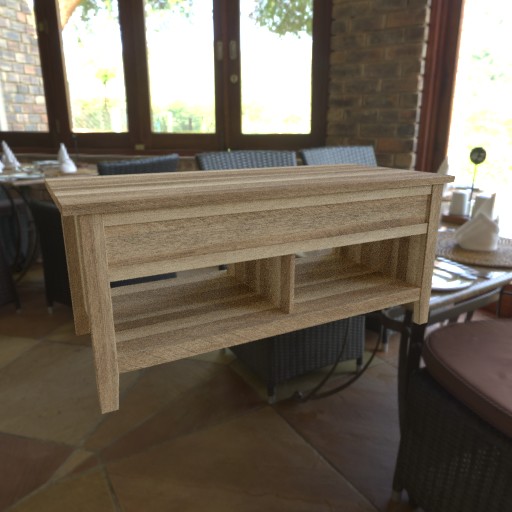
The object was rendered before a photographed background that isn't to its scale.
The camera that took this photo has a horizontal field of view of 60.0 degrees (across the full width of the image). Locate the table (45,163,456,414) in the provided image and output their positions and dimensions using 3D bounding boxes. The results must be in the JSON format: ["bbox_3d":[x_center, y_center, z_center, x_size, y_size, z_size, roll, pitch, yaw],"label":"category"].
[{"bbox_3d":[0.000,0.000,1.360,1.095,0.480,0.493,-9,19,-27],"label":"table"}]
